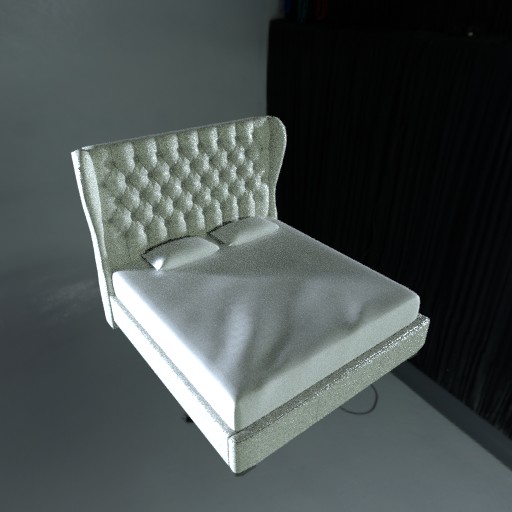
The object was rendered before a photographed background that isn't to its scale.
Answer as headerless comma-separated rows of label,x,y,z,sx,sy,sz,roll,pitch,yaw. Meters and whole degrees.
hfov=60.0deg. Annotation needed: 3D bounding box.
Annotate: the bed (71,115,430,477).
bed,0.000,0.000,3.908,2.219,1.771,2.347,-21,36,-32
